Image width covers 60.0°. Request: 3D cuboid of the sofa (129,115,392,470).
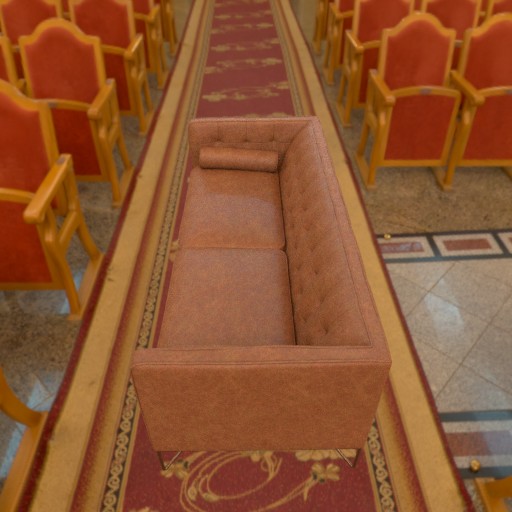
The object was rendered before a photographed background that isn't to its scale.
[{"bbox_3d":[0.000,0.000,2.519,0.912,0.798,2.079,-1,40,-1],"label":"sofa"}]
